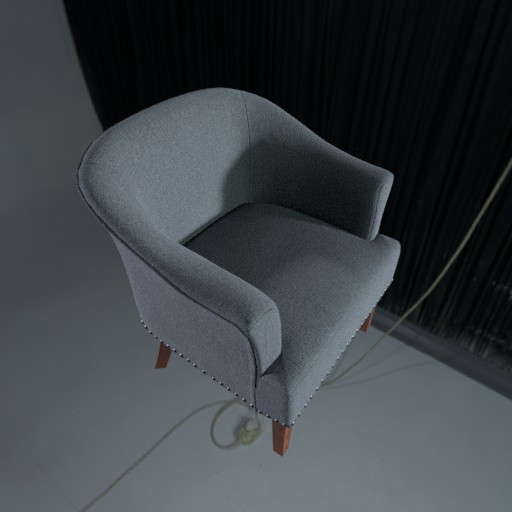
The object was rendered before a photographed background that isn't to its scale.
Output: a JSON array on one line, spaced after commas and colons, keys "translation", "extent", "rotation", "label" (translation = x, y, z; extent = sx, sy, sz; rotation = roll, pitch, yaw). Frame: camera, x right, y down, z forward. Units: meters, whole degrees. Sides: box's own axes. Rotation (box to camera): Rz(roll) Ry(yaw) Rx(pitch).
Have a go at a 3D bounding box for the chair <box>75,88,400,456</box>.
[{"translation": [0.000, 0.000, 1.383], "extent": [0.704, 0.815, 0.798], "rotation": [24, 46, 26], "label": "chair"}]
